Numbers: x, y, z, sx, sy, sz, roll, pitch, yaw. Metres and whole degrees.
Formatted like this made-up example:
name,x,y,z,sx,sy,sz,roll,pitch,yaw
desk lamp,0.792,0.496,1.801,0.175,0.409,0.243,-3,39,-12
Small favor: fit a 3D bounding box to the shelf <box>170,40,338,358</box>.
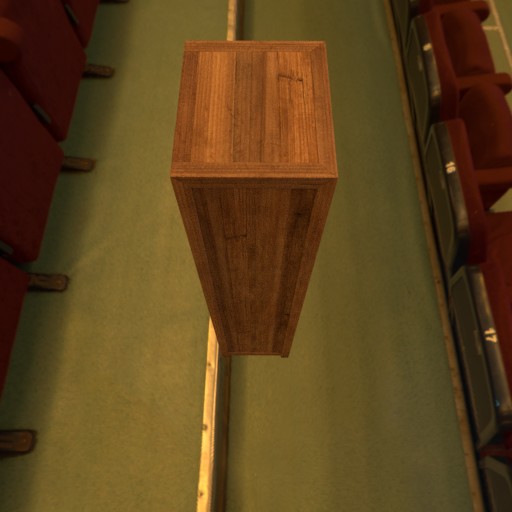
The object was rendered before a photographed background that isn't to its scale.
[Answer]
name,x,y,z,sx,sy,sz,roll,pitch,yaw
shelf,0.000,0.000,2.066,0.428,1.900,0.500,0,64,0
